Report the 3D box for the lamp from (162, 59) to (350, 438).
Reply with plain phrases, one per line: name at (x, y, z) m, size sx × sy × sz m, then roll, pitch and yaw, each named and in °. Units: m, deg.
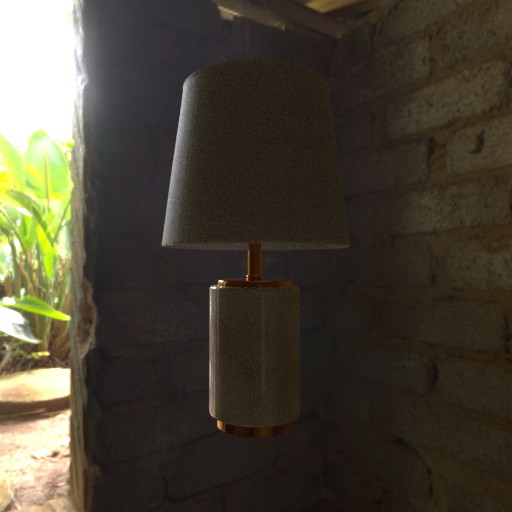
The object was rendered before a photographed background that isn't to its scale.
lamp at (0.000, 0.000, 0.456) m, size 0.189 × 0.340 × 0.189 m, roll 0°, pitch -1°, yaw 0°
